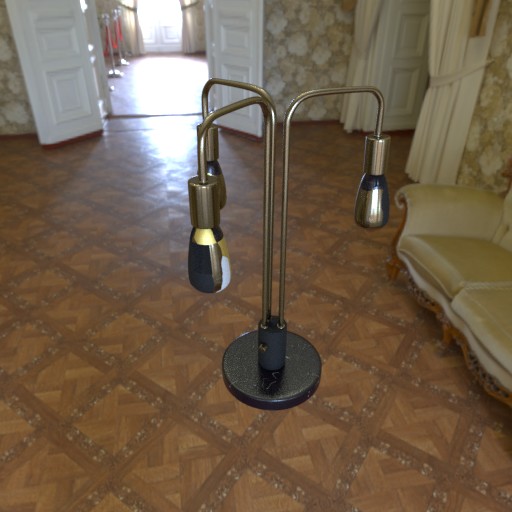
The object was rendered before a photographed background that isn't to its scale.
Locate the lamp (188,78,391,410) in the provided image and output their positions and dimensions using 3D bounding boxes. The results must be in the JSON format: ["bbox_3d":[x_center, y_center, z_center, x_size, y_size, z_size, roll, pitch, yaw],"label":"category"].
[{"bbox_3d":[0.000,0.000,0.786,0.355,0.560,0.368,19,36,28],"label":"lamp"}]
